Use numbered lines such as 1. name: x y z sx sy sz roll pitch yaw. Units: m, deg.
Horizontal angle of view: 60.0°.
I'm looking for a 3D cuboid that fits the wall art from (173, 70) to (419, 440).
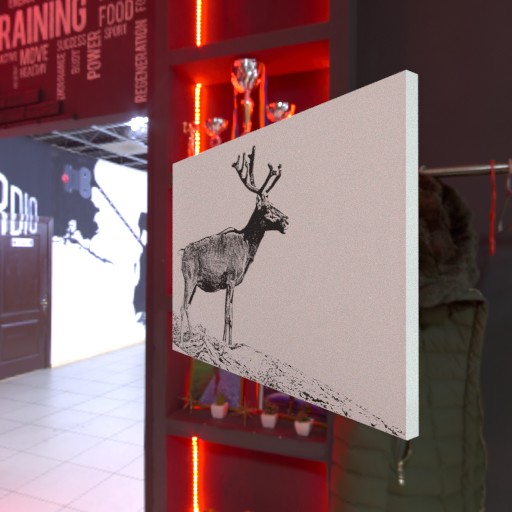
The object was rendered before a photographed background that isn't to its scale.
1. wall art: 0.000 0.000 1.115 0.033 0.617 0.906 0 0 -36
